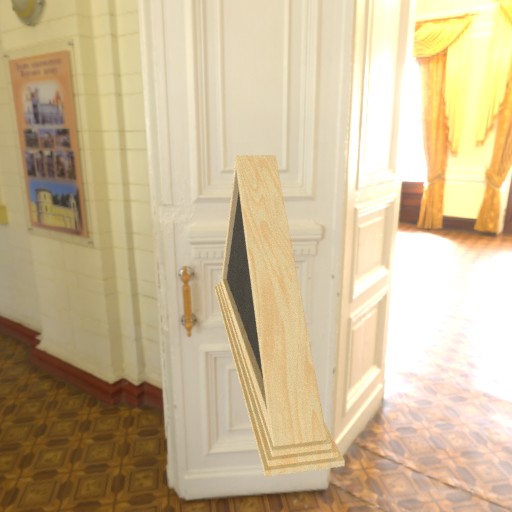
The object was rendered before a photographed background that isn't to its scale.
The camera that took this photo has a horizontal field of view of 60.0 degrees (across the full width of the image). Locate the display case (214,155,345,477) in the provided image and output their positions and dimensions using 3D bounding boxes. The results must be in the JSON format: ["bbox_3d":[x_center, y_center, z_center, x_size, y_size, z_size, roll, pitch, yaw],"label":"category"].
[{"bbox_3d":[0.000,0.000,0.768,0.095,0.340,0.640,-3,16,-10],"label":"display case"}]
